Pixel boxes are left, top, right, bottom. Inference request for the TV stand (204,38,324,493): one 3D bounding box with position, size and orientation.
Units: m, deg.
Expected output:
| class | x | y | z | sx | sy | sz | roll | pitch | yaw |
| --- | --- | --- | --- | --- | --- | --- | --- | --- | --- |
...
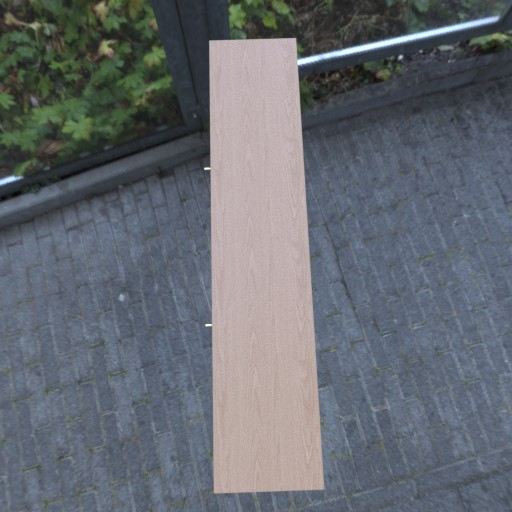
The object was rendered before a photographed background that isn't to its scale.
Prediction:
| class | x | y | z | sx | sy | sz | roll | pitch | yaw |
| --- | --- | --- | --- | --- | --- | --- | --- | --- | --- |
| TV stand | 0.000 | 0.000 | 1.969 | 0.400 | 0.580 | 1.760 | -2 | 77 | 0 |
